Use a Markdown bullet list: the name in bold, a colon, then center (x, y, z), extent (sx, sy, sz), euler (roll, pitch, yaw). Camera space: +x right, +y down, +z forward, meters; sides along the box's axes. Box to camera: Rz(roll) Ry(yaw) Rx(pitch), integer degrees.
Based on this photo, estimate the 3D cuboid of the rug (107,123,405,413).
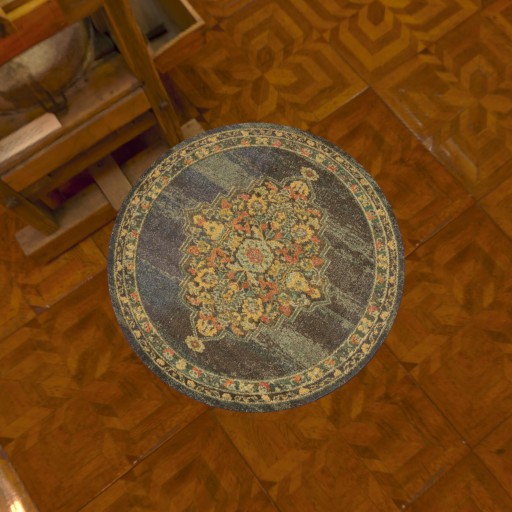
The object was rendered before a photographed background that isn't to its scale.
- **rug**: center (0.000, 0.000, 2.374), extent (1.591, 0.010, 1.591), euler (0, 76, 0)
